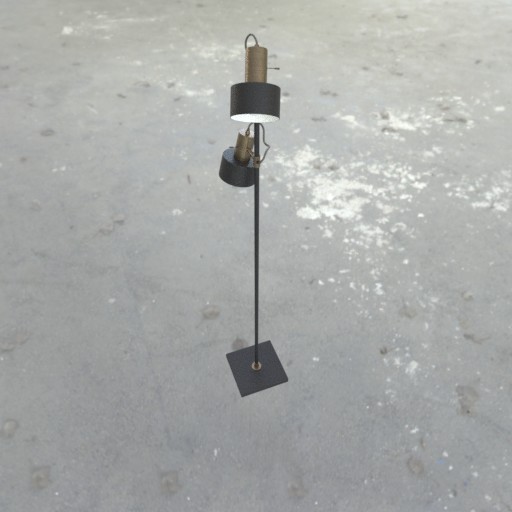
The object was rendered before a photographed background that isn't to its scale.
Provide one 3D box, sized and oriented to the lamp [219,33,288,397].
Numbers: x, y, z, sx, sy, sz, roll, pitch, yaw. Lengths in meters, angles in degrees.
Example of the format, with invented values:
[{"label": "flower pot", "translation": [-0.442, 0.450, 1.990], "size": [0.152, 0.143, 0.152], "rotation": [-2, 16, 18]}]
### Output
[{"label": "lamp", "translation": [0.000, 0.000, 1.609], "size": [0.233, 1.505, 0.315], "rotation": [-15, 46, -15]}]
